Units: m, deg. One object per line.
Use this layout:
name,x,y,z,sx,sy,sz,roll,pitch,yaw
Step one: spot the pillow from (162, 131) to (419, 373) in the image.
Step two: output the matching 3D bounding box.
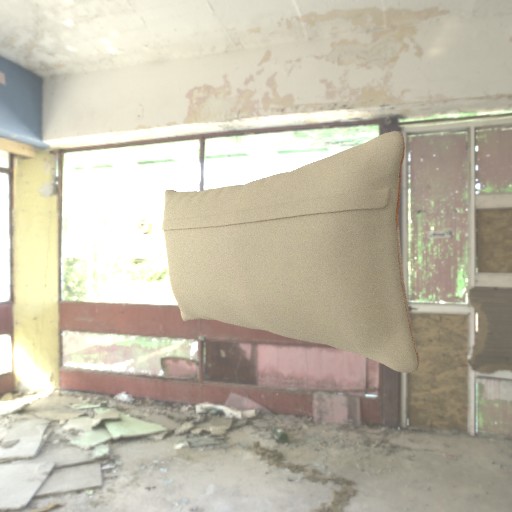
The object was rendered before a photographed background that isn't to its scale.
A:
pillow,0.000,0.000,0.748,0.155,0.292,0.609,0,0,-37
